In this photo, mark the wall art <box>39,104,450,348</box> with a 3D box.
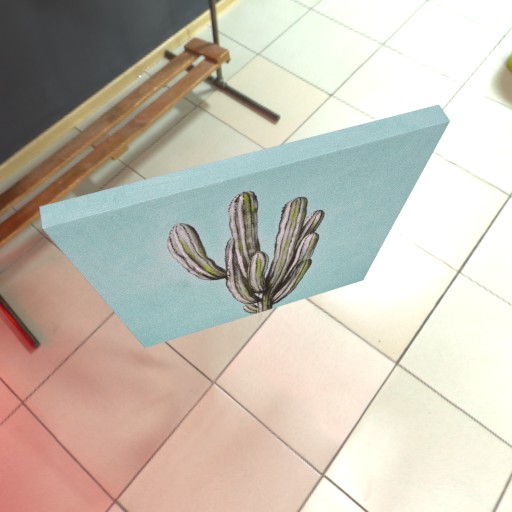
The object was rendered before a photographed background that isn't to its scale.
[{"bbox_3d":[0.000,0.000,0.900,0.603,0.603,0.036,-16,65,-8],"label":"wall art"}]
